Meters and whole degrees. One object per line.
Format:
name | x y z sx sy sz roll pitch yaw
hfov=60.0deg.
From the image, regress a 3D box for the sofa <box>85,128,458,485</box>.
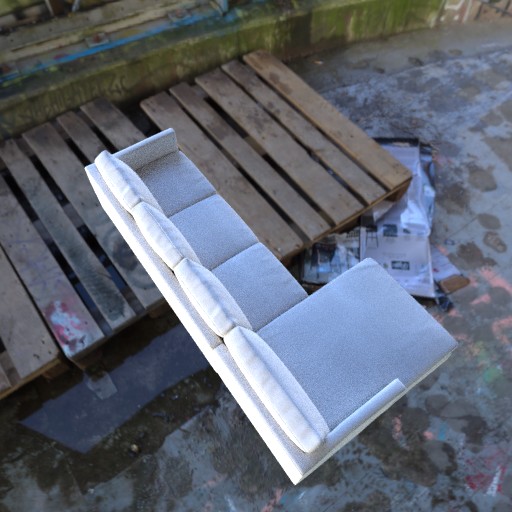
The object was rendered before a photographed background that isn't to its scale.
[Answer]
sofa | 0.000 0.000 3.853 1.625 0.861 3.186 -31 63 -18
